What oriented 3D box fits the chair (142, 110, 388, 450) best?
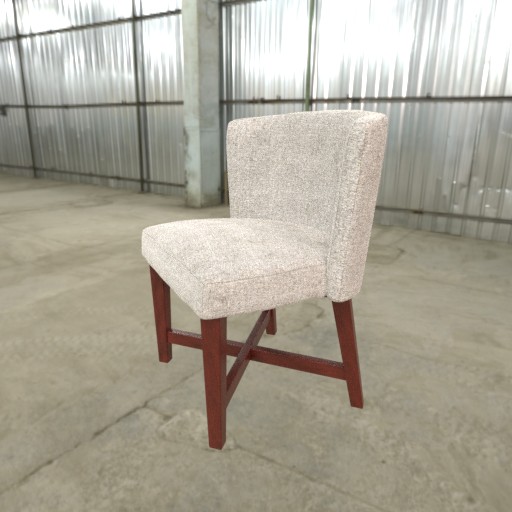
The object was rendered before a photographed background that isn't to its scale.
[{"bbox_3d":[0.000,0.000,1.312,0.575,0.827,0.728,-8,19,-26],"label":"chair"}]
